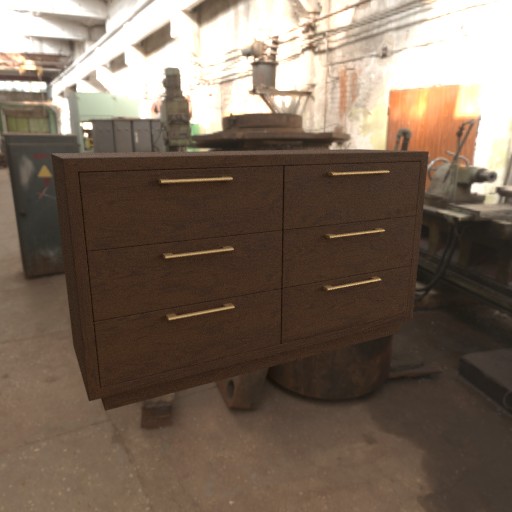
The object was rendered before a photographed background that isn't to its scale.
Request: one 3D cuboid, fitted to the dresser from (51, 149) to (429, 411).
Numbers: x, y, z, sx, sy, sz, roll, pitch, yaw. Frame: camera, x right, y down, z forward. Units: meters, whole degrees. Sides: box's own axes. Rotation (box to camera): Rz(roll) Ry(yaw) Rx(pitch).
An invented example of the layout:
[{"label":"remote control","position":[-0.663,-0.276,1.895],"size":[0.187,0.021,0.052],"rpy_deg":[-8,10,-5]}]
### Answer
[{"label":"dresser","position":[0.000,0.000,1.954],"size":[1.523,0.889,0.512],"rpy_deg":[-8,17,-27]}]
